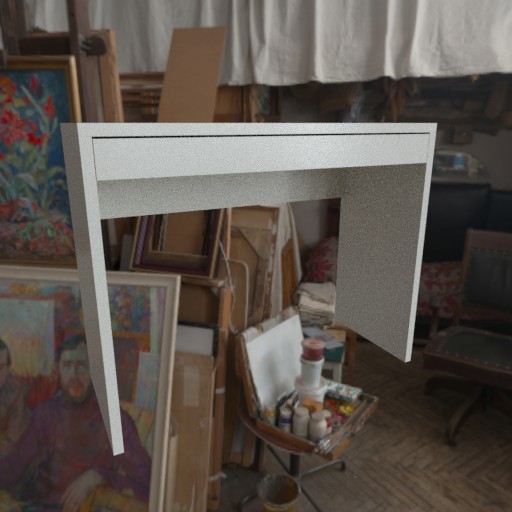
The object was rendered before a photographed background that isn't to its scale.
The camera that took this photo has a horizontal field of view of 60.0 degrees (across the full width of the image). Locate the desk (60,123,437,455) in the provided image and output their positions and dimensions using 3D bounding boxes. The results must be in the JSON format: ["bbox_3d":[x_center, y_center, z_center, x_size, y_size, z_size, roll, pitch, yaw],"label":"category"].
[{"bbox_3d":[0.000,0.000,1.375,1.000,0.790,0.400,-8,19,-26],"label":"desk"}]
